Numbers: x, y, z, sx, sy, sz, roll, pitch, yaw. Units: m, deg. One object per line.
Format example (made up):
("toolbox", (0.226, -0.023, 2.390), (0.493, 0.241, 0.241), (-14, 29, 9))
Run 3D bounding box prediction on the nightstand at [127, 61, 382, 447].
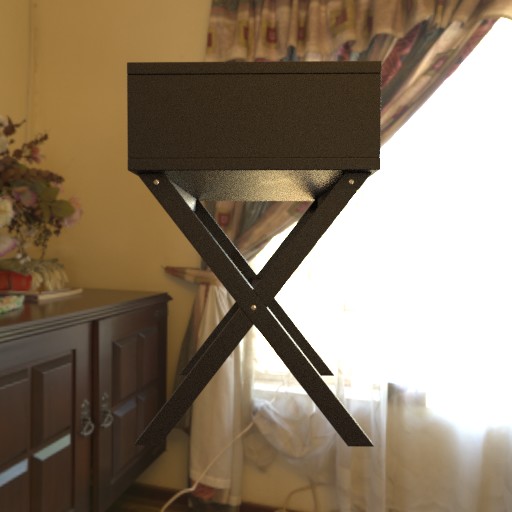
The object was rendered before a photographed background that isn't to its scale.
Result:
("nightstand", (0.000, 0.000, 0.943), (0.402, 0.623, 0.479), (0, 1, 1))
